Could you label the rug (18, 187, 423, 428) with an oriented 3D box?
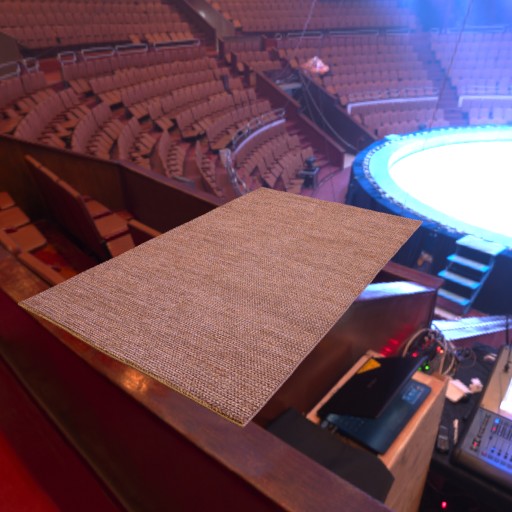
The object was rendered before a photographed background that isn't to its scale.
[{"bbox_3d":[0.000,0.000,2.954,1.521,0.034,2.438,17,32,30],"label":"rug"}]
